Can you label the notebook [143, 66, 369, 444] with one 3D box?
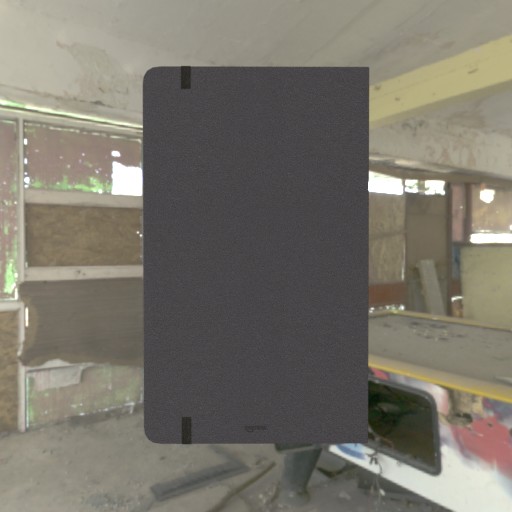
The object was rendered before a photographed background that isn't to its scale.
[{"bbox_3d":[0.000,0.000,0.257,0.127,0.213,0.016,0,1,0],"label":"notebook"}]
